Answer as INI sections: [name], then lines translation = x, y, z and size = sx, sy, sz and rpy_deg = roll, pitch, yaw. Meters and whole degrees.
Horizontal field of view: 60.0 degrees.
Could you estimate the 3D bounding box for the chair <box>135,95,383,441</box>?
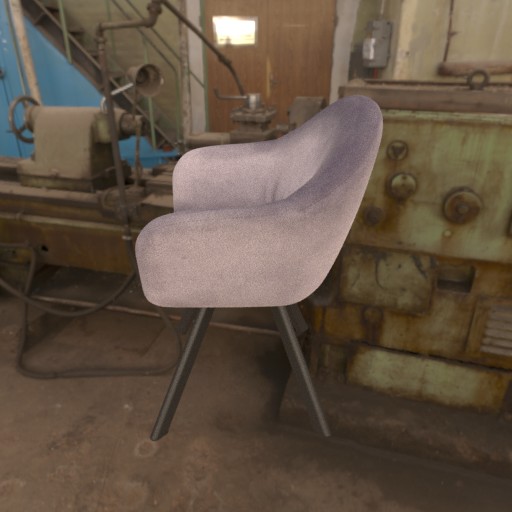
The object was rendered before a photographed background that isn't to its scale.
[chair]
translation = 0.000, 0.000, 1.144
size = 0.540, 0.780, 0.570
rpy_deg = -1, 26, -1
